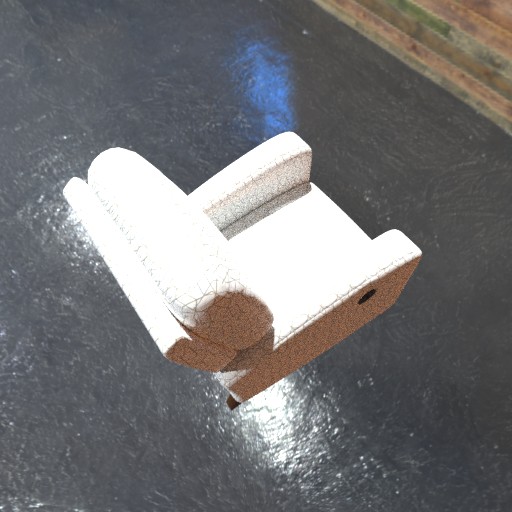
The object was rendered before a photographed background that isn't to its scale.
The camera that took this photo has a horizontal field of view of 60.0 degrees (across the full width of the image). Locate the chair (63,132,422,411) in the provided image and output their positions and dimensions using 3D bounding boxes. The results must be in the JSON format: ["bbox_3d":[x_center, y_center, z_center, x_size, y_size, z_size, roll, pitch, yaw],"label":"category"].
[{"bbox_3d":[0.000,0.000,1.718,0.995,1.064,0.796,-31,63,-18],"label":"chair"}]
